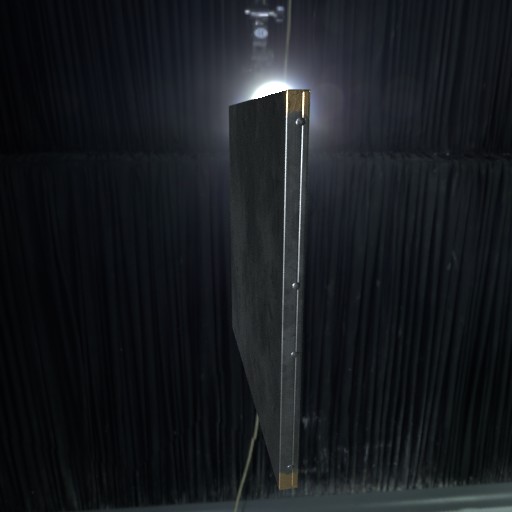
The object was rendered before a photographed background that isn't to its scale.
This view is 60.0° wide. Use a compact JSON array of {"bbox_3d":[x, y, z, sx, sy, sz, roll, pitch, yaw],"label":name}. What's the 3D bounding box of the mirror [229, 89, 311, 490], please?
[{"bbox_3d":[0.000,0.000,0.574,0.020,0.381,0.382,-3,17,-10],"label":"mirror"}]
